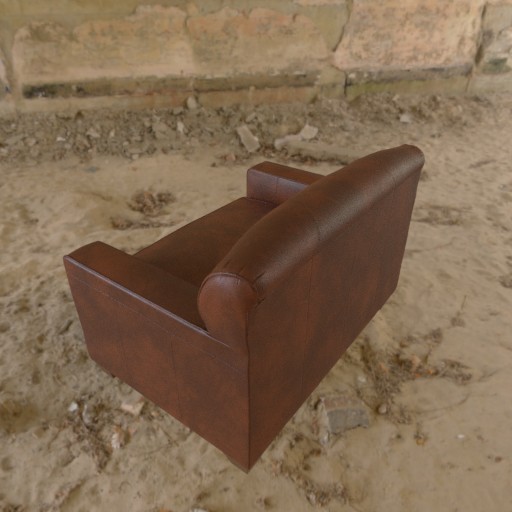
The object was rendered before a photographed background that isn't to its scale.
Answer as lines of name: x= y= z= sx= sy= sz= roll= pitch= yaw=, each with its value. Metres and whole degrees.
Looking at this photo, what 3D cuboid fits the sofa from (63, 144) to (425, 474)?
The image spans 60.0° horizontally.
sofa: x=0.000 y=0.000 z=2.076 sx=1.000 sy=0.956 sz=1.413 roll=22 pitch=38 yaw=31
